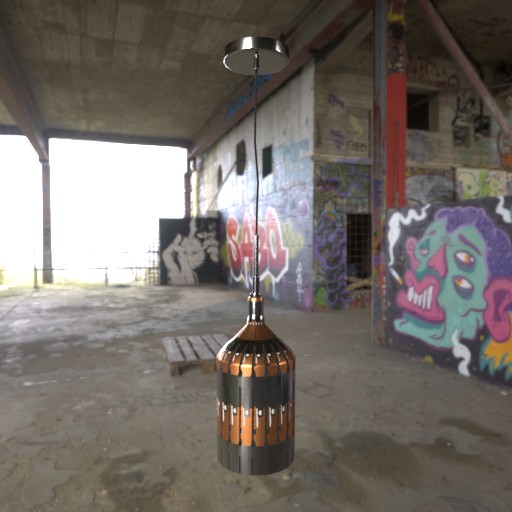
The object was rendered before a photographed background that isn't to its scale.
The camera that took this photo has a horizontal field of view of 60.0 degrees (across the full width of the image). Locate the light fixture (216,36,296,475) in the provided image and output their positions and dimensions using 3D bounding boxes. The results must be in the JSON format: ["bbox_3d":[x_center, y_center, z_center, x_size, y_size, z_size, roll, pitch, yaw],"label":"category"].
[{"bbox_3d":[0.000,0.000,1.685,0.303,1.535,0.303,0,1,0],"label":"light fixture"}]
